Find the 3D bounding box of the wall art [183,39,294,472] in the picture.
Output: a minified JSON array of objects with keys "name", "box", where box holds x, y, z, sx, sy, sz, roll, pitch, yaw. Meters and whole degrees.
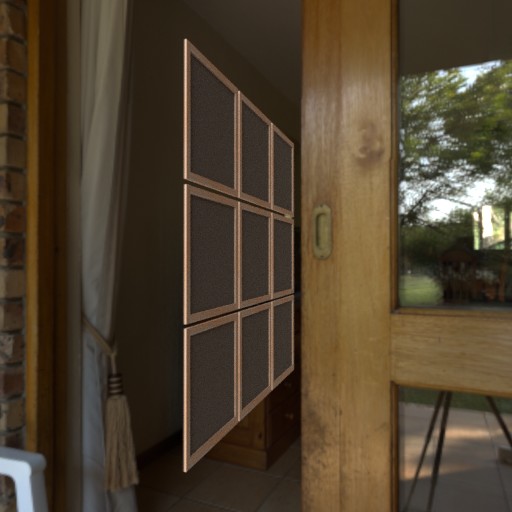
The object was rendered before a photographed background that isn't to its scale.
[{"name":"wall art","box":[0.000,0.000,2.278,0.013,1.525,1.520,0,0,19]}]
